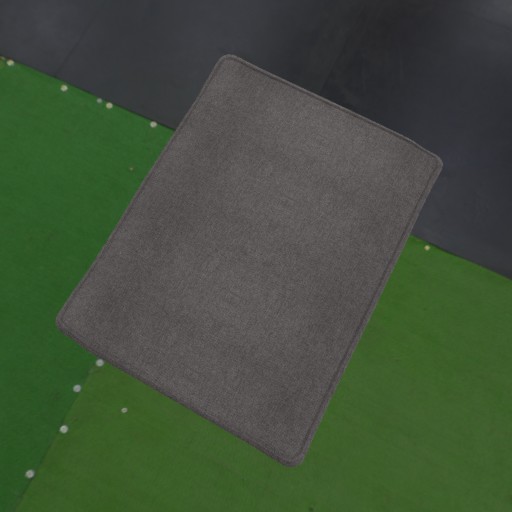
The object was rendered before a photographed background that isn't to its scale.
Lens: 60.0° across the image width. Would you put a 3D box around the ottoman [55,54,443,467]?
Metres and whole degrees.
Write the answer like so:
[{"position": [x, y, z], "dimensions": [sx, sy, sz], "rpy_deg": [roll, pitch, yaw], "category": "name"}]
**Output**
[{"position": [0.000, 0.000, 1.238], "dimensions": [0.652, 0.492, 0.833], "rpy_deg": [28, 78, 6], "category": "ottoman"}]
